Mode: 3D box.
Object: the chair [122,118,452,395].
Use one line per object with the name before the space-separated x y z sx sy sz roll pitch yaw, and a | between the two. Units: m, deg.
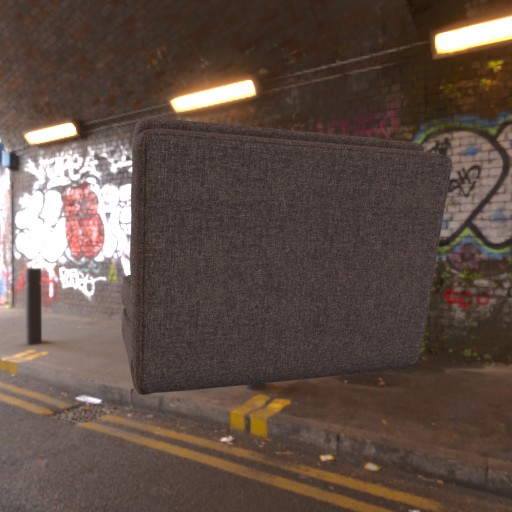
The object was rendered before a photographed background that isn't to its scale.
chair | 0.000 0.000 1.303 0.740 0.615 0.800 0 1 -19
